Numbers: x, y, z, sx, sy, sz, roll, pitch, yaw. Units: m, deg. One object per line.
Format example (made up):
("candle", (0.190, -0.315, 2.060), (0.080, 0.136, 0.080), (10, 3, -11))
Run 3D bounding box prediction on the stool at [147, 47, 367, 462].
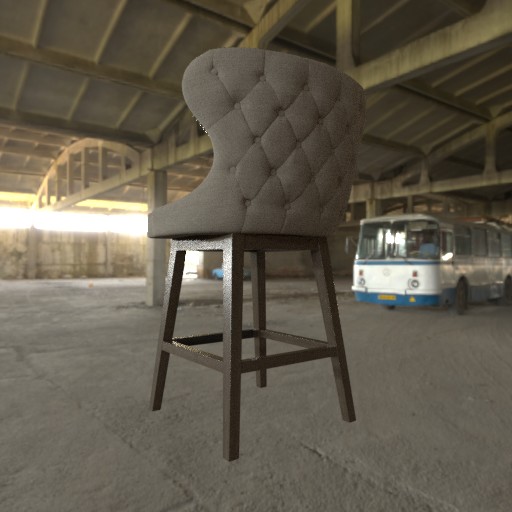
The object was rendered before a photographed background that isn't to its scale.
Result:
("stool", (0.000, 0.000, 1.333), (0.615, 0.972, 0.597), (0, -1, -37))
